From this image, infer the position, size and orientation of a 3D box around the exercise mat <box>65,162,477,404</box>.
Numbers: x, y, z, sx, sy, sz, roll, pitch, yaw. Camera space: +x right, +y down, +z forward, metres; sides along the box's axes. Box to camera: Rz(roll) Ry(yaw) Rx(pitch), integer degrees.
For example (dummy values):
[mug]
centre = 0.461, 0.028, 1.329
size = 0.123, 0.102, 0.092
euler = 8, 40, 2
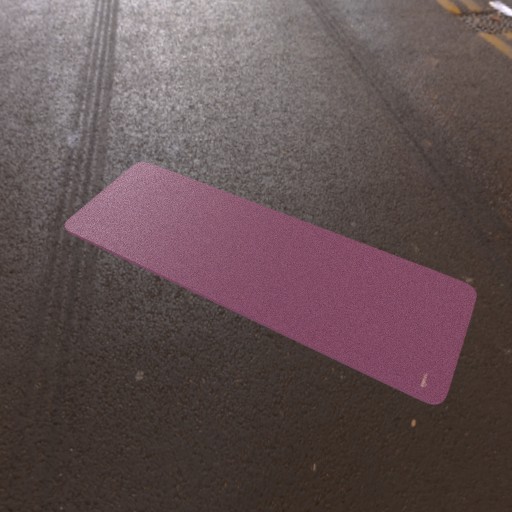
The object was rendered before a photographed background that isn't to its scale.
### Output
[exercise mat]
centre = 0.000, 0.000, 2.043
size = 1.869, 0.021, 0.616
euler = 23, 52, 19
